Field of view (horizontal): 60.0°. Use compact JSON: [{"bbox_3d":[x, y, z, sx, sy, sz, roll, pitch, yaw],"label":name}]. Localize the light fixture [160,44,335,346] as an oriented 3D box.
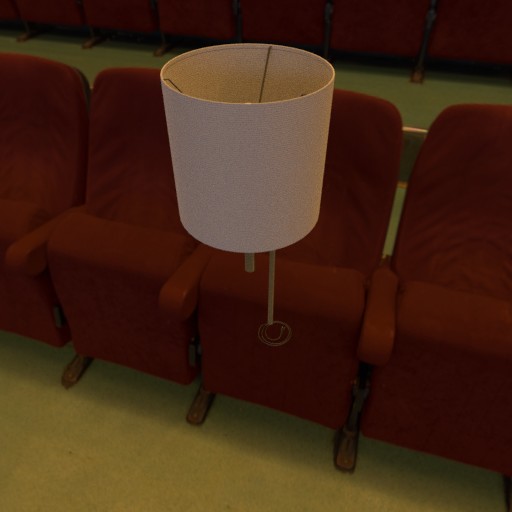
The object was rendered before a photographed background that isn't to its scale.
[{"bbox_3d":[0.000,0.000,0.697,0.188,0.589,0.248,12,43,13],"label":"light fixture"}]
